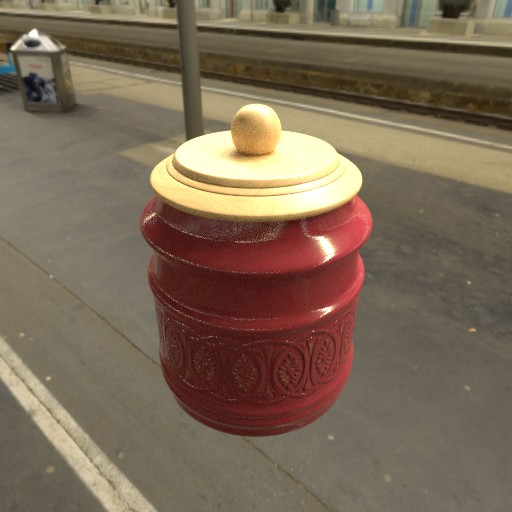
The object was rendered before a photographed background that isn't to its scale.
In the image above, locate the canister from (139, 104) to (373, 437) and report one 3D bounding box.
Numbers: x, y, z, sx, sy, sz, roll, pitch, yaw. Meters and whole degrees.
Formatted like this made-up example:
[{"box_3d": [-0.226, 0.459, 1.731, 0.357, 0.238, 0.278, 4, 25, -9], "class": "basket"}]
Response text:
[{"box_3d": [0.000, 0.000, 0.268, 0.130, 0.176, 0.130, 0, 31, 0], "class": "canister"}]
